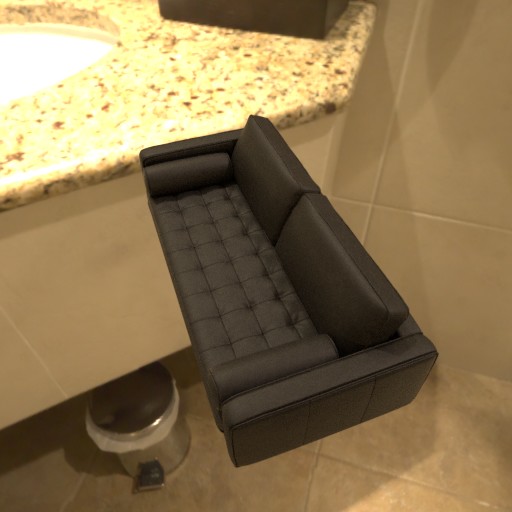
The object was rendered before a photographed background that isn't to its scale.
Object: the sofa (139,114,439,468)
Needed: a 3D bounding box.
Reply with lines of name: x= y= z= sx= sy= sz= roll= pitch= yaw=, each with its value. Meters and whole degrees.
sofa: x=0.000 y=0.000 z=2.387 sx=0.921 sy=0.770 sz=1.879 roll=-15 pitch=49 yaw=-14
